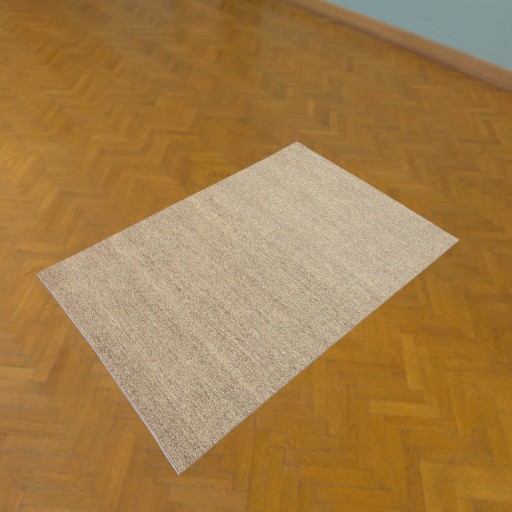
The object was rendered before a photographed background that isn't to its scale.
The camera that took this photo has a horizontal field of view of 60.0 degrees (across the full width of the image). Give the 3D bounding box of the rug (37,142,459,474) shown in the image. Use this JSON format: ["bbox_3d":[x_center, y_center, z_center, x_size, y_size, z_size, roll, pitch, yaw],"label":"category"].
[{"bbox_3d":[0.000,0.000,2.955,2.342,0.030,1.609,-32,55,-26],"label":"rug"}]
